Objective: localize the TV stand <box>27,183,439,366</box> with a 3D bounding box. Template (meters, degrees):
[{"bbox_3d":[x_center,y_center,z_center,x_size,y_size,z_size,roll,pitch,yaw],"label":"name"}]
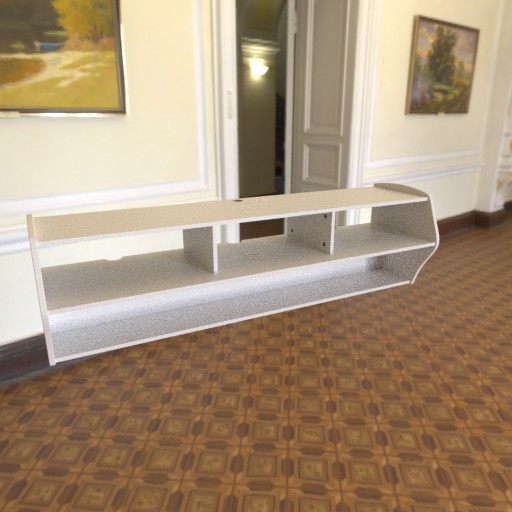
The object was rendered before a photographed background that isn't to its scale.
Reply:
[{"bbox_3d":[0.000,0.000,1.653,1.473,0.424,0.397,-9,20,-26],"label":"TV stand"}]
